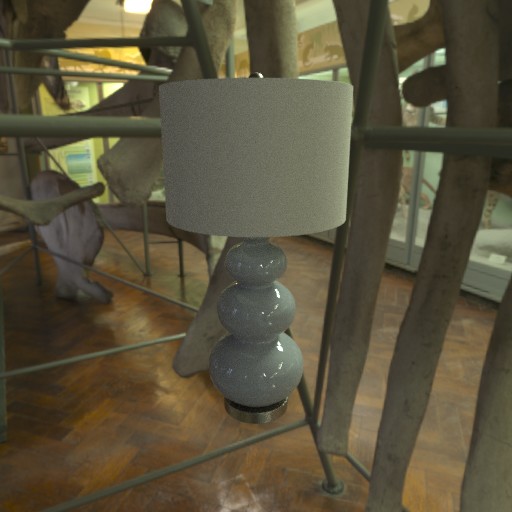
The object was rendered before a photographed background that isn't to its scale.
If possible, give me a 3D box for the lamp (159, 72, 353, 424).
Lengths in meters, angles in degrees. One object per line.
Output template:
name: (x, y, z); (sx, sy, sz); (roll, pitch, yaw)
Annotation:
lamp: (0.000, 0.000, 0.949); (0.367, 0.730, 0.367); (-8, 18, -25)
